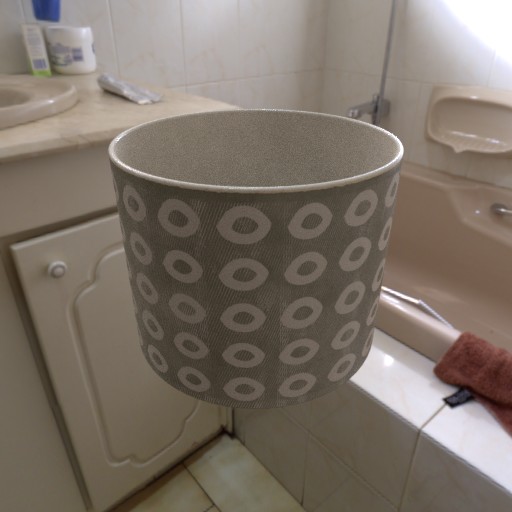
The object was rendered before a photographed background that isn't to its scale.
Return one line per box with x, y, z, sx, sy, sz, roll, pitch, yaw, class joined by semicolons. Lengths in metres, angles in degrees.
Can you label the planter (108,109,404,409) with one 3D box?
0.000;0.000;0.340;0.190;0.181;0.190;0;29;0;planter
